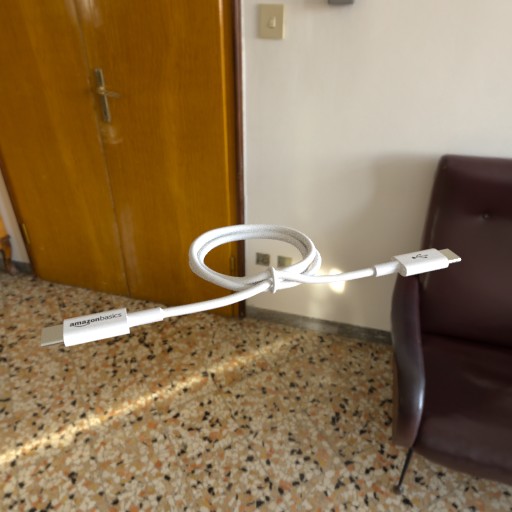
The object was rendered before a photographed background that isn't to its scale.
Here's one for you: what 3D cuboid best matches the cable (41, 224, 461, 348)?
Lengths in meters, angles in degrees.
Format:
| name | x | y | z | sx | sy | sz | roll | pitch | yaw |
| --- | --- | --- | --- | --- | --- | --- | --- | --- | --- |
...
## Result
| name | x | y | z | sx | sy | sz | roll | pitch | yaw |
| --- | --- | --- | --- | --- | --- | --- | --- | --- | --- |
| cable | 0.000 | 0.000 | 0.229 | 0.203 | 0.014 | 0.070 | -10 | 33 | -16 |
